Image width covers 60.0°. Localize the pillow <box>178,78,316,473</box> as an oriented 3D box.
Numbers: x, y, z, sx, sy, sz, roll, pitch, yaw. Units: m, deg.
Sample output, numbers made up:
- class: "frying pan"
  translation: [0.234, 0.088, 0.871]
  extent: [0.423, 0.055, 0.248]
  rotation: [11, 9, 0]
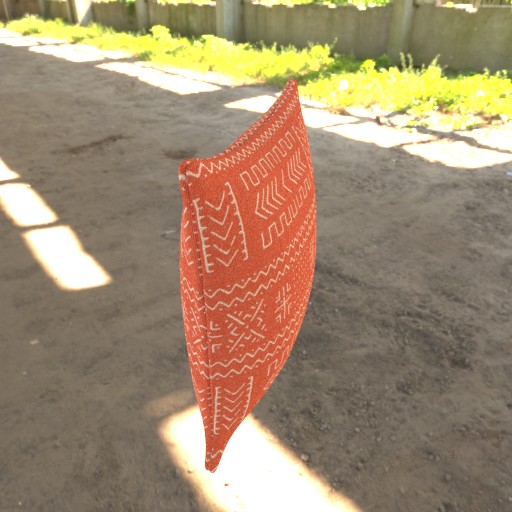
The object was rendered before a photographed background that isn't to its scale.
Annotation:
- class: "pillow"
  translation: [0.000, 0.000, 0.653]
  extent: [0.164, 0.429, 0.438]
  rotation: [9, 32, 14]
